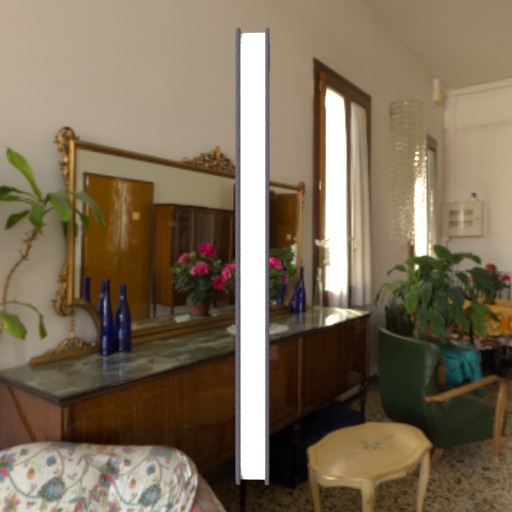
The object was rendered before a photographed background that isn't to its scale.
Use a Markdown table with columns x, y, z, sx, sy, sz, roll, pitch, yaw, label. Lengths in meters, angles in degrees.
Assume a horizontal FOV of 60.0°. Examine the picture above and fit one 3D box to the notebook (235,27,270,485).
| x | y | z | sx | sy | sz | roll | pitch | yaw | label |
| --- | --- | --- | --- | --- | --- | --- | --- | --- | --- |
| 0.000 | 0.000 | 0.262 | 0.016 | 0.213 | 0.127 | 0 | 1 | 1 | notebook |
